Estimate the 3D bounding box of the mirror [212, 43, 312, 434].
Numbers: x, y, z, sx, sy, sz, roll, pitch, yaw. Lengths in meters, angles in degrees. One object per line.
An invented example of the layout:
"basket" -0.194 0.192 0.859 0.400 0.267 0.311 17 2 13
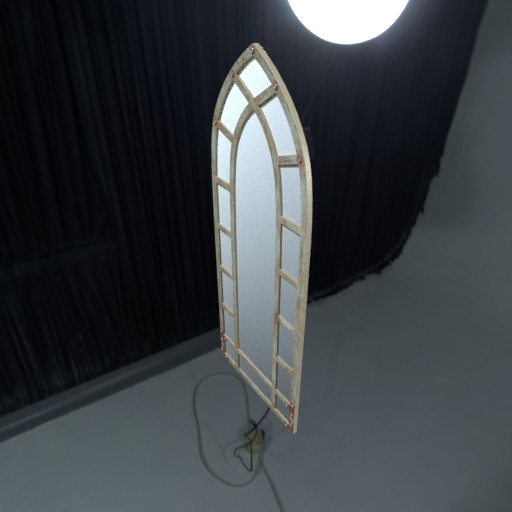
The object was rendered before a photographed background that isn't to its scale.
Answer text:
"mirror" 0.000 0.000 1.348 0.025 1.175 0.464 -20 38 -29
